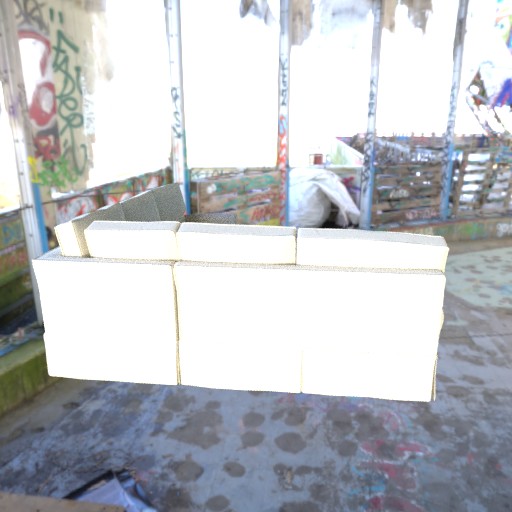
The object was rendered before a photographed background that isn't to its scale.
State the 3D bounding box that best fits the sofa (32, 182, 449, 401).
[{"bbox_3d":[0.000,0.000,3.974,2.591,1.070,2.597,2,16,6],"label":"sofa"}]
